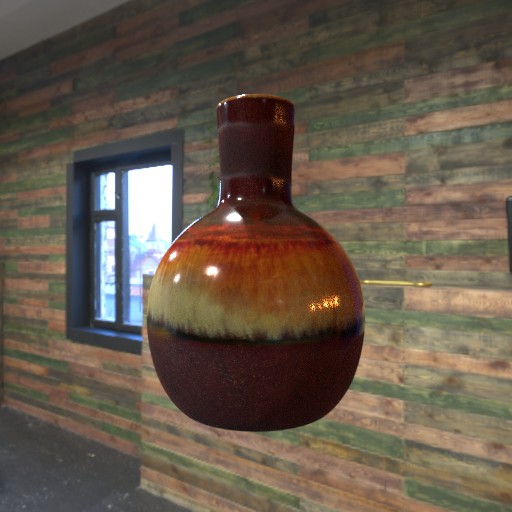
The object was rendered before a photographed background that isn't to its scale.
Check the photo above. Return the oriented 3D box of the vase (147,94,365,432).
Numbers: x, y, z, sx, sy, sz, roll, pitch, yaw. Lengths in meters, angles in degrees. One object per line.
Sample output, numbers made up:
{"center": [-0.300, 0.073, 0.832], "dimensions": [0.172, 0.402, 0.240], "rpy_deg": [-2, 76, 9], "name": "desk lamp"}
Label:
{"center": [0.000, 0.000, 0.231], "dimensions": [0.111, 0.154, 0.111], "rpy_deg": [0, 0, 0], "name": "vase"}
